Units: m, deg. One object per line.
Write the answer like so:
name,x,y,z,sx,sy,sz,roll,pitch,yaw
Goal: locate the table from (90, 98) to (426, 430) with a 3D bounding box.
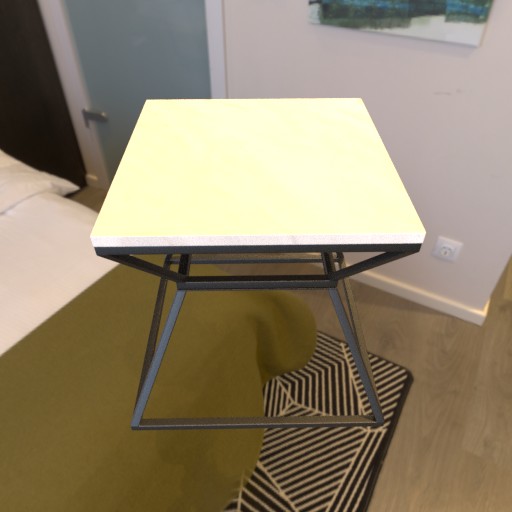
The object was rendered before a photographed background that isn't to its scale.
table,0.000,0.000,0.827,0.455,0.431,0.455,-1,42,-1
